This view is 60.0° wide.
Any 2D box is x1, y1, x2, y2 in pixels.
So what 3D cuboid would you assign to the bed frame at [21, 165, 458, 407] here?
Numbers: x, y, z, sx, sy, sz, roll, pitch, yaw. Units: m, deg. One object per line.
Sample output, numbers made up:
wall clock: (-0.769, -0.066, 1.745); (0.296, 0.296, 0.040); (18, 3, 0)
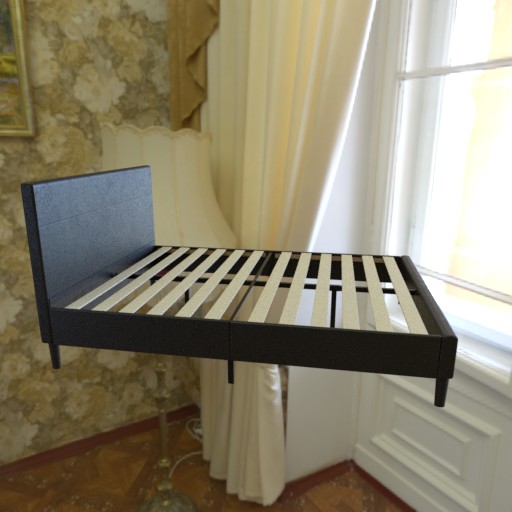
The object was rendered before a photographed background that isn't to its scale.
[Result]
bed frame: (0.000, 0.000, 2.872); (2.152, 1.046, 1.469); (3, 15, 10)
